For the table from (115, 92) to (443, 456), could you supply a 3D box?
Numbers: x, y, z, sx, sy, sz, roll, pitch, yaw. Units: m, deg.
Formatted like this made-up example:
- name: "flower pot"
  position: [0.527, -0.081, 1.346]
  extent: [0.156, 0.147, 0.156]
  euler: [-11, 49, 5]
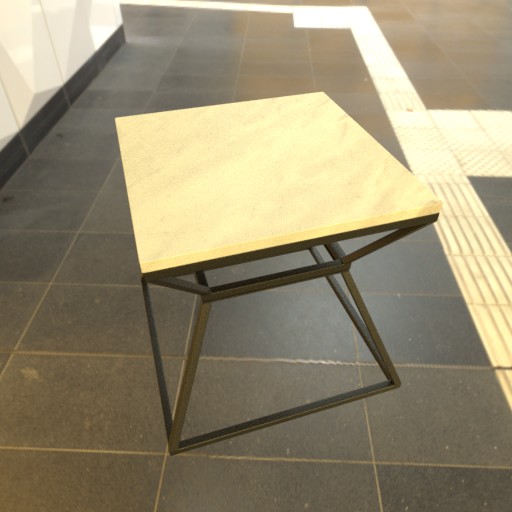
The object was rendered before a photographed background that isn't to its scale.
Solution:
- name: "table"
  position: [0.000, 0.000, 0.842]
  extent: [0.455, 0.431, 0.455]
  euler: [-12, 43, -13]
